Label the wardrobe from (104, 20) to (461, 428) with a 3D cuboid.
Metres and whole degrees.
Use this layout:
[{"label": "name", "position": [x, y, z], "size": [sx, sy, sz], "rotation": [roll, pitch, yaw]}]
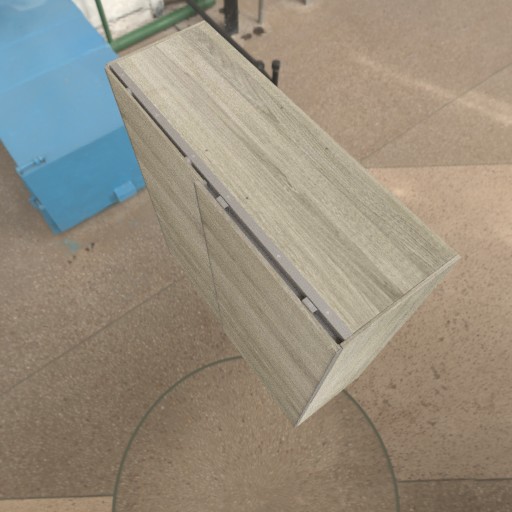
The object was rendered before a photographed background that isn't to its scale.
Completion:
[{"label": "wardrobe", "position": [0.000, 0.000, 2.790], "size": [0.629, 1.960, 1.780], "rotation": [-33, 66, -16]}]
